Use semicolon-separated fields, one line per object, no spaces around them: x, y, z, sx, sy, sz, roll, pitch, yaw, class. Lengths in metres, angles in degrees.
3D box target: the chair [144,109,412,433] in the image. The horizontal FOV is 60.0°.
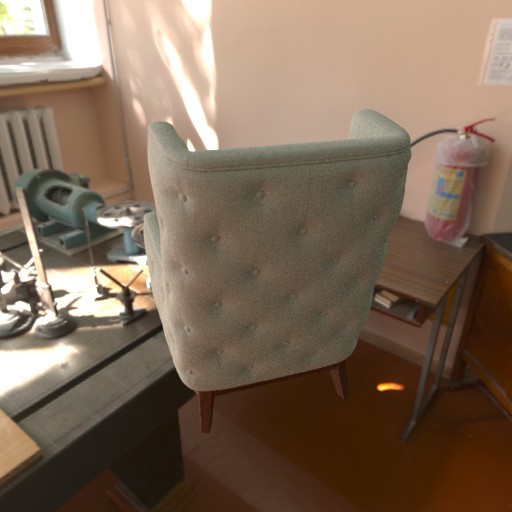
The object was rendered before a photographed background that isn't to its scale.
0.000;0.000;1.672;0.778;1.079;0.899;-8;29;-15;chair
